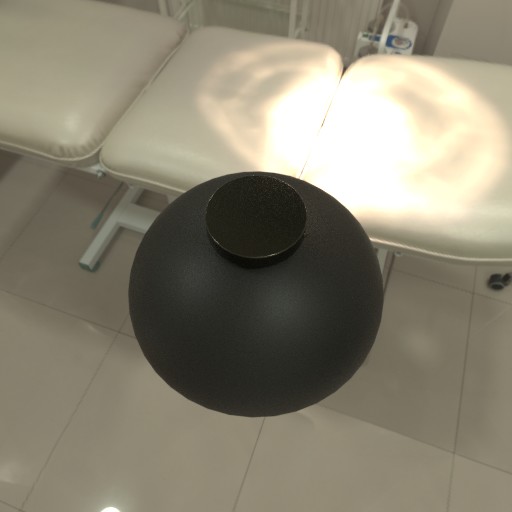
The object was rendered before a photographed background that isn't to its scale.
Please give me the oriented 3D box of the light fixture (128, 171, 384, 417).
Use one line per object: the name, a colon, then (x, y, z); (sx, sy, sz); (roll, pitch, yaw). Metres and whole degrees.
light fixture: (0.000, 0.000, 0.559); (0.355, 0.177, 0.355); (0, 59, 0)
